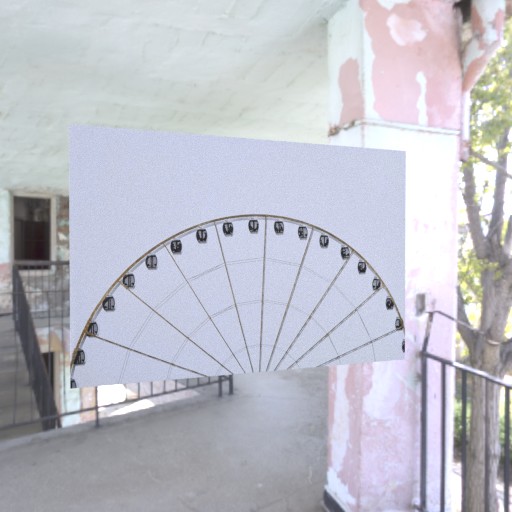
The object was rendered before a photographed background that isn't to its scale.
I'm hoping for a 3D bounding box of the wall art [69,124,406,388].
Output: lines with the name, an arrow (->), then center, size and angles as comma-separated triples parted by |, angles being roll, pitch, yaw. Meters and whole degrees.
wall art -> 0.000, 0.000, 1.473 | 1.144, 0.767, 0.038 | 0, 1, -18
